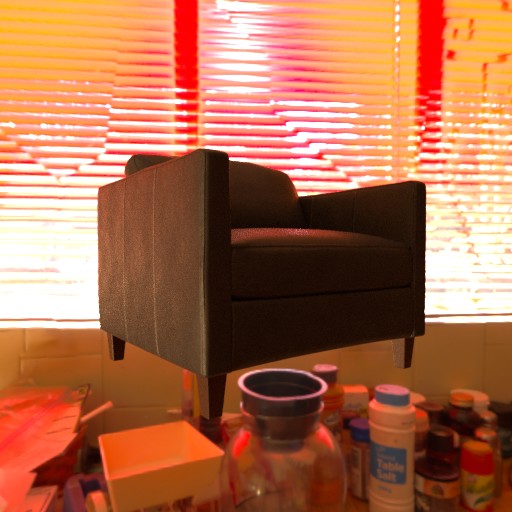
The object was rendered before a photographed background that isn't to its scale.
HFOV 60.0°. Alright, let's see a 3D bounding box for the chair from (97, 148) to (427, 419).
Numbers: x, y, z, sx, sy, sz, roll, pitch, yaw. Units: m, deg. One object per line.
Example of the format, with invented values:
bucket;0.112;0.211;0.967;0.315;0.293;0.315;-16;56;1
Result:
chair;0.000;0.000;1.660;0.939;0.811;0.862;-1;1;-36
